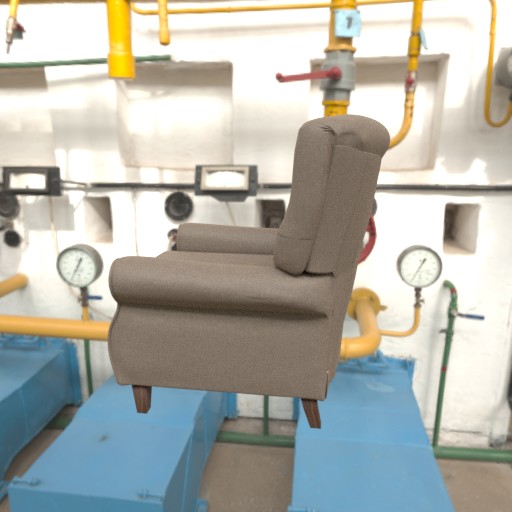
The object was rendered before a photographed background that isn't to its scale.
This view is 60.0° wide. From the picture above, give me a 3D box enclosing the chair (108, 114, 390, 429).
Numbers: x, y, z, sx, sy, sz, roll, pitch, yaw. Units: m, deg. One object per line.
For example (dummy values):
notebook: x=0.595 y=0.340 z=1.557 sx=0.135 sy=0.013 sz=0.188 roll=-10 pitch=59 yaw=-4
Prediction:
chair: x=0.000 y=0.000 z=1.910 sx=1.041 sy=1.138 sz=0.999 roll=2 pitch=14 yaw=8
